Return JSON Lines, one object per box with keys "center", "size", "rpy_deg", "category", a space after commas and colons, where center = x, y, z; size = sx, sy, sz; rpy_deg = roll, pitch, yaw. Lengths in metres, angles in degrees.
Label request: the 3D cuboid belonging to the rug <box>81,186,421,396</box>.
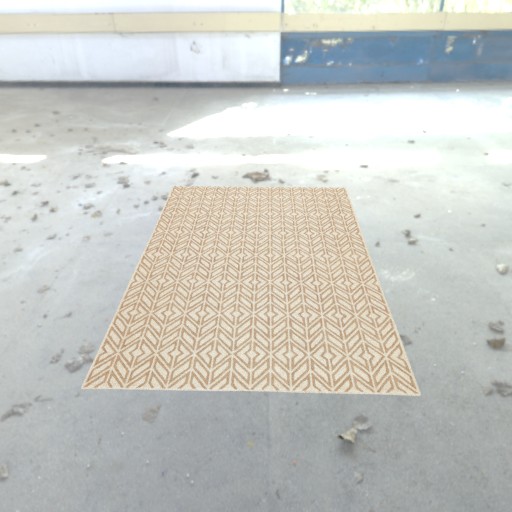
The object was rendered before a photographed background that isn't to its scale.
{"center": [0.000, 0.000, 2.359], "size": [1.220, 0.007, 1.828], "rpy_deg": [1, 32, 1], "category": "rug"}
